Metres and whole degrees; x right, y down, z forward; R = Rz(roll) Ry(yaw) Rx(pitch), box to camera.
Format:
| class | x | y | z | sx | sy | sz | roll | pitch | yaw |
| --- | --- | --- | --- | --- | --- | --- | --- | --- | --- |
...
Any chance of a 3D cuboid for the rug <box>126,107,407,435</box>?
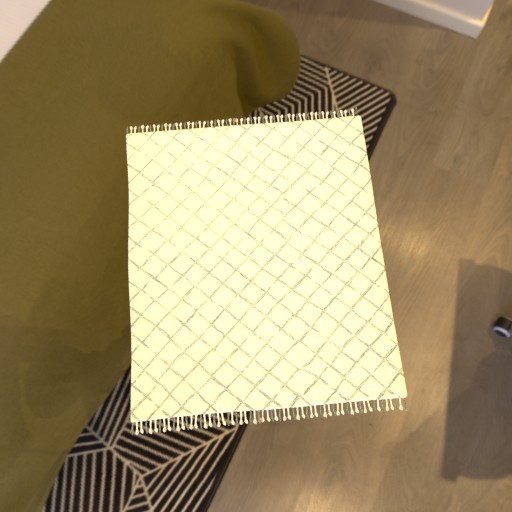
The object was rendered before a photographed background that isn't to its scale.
| class | x | y | z | sx | sy | sz | roll | pitch | yaw |
| --- | --- | --- | --- | --- | --- | --- | --- | --- | --- |
| rug | 0.000 | 0.000 | 5.023 | 2.892 | 0.036 | 3.585 | -5 | 75 | -1 |
